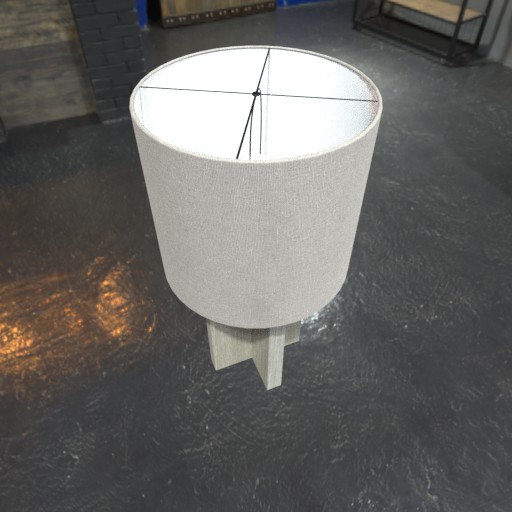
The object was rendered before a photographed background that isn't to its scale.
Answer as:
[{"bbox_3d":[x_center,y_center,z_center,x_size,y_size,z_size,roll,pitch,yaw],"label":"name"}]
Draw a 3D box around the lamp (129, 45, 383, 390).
[{"bbox_3d":[0.000,0.000,0.558,0.229,0.428,0.229,-16,48,-16],"label":"lamp"}]
